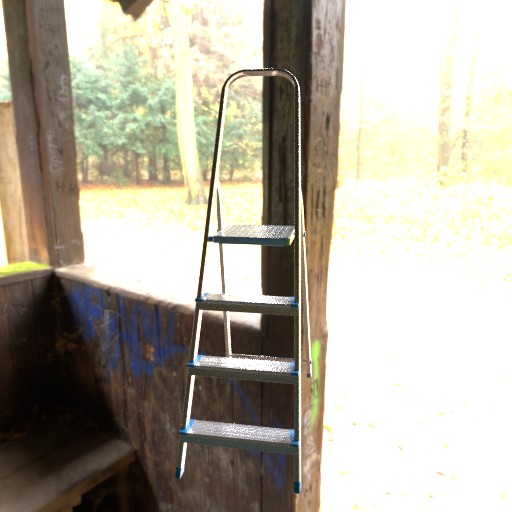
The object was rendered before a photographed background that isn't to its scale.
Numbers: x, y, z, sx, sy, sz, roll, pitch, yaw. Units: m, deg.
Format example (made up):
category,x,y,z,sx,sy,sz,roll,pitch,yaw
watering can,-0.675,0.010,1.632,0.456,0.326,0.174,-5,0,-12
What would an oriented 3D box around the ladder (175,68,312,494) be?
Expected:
category,x,y,z,sx,sy,sz,roll,pitch,yaw
ladder,0.000,0.000,1.767,0.445,1.434,0.842,2,13,9
